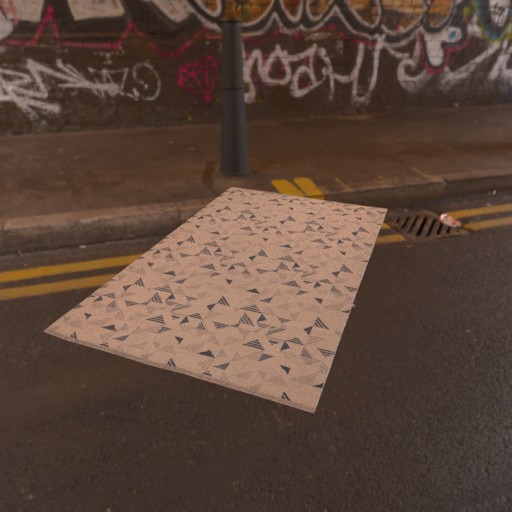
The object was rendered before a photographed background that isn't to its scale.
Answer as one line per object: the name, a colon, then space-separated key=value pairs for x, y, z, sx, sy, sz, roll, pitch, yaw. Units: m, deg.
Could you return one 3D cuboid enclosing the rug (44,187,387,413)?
rug: x=0.000 y=0.000 z=3.148 sx=1.512 sy=0.009 sz=2.457 roll=11 pitch=31 yaw=19
